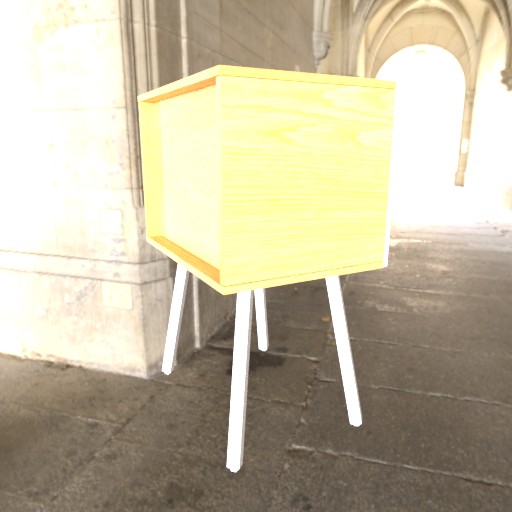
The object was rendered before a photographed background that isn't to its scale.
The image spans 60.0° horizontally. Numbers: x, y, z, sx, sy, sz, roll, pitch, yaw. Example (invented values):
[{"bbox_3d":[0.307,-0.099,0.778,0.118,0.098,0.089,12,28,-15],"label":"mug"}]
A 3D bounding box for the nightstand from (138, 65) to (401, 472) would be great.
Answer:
[{"bbox_3d":[0.000,0.000,0.851,0.316,0.601,0.400,-7,16,-27],"label":"nightstand"}]
